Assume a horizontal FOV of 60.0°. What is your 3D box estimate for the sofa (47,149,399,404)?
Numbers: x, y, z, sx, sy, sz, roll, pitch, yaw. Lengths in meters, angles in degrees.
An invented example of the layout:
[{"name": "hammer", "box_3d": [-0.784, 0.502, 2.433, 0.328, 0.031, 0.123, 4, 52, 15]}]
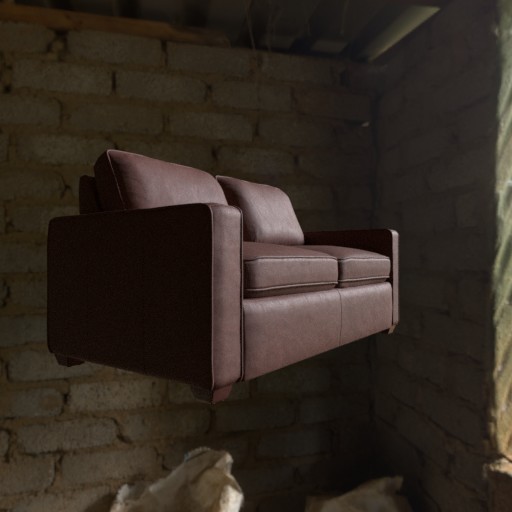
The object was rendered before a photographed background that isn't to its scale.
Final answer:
[{"name": "sofa", "box_3d": [0.000, 0.000, 2.248, 0.947, 0.918, 1.709, 0, 0, 36]}]
